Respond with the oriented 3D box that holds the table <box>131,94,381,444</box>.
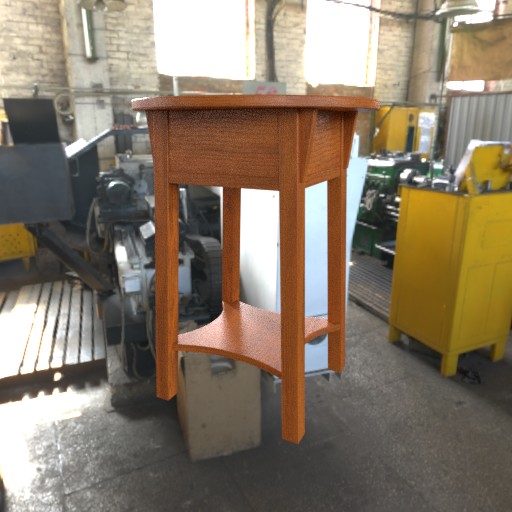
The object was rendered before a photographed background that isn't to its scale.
[{"bbox_3d":[0.000,0.000,0.928,0.457,0.610,0.457,0,17,0],"label":"table"}]
